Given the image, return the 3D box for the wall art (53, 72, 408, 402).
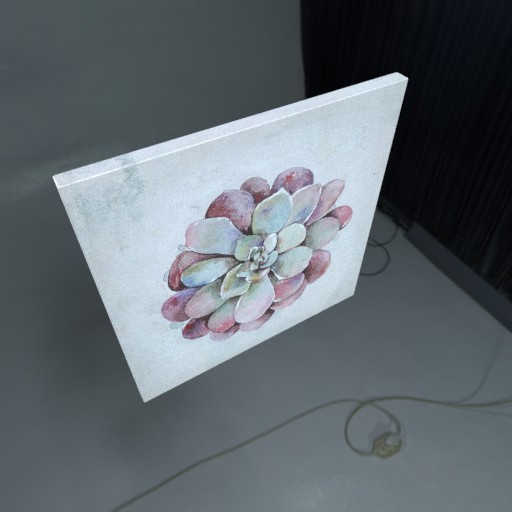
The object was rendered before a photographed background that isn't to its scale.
[{"bbox_3d":[0.000,0.000,1.130,0.762,0.762,0.041,-23,51,-21],"label":"wall art"}]
